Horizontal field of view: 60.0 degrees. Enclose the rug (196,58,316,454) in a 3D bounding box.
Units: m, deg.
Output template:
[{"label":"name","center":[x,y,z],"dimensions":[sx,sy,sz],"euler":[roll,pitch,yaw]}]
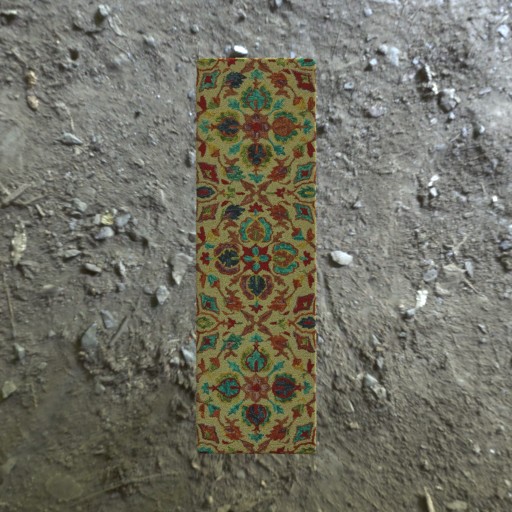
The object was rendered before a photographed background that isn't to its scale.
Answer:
[{"label":"rug","center":[0.000,0.000,2.547],"dimensions":[0.693,0.016,2.273],"euler":[0,90,1]}]
